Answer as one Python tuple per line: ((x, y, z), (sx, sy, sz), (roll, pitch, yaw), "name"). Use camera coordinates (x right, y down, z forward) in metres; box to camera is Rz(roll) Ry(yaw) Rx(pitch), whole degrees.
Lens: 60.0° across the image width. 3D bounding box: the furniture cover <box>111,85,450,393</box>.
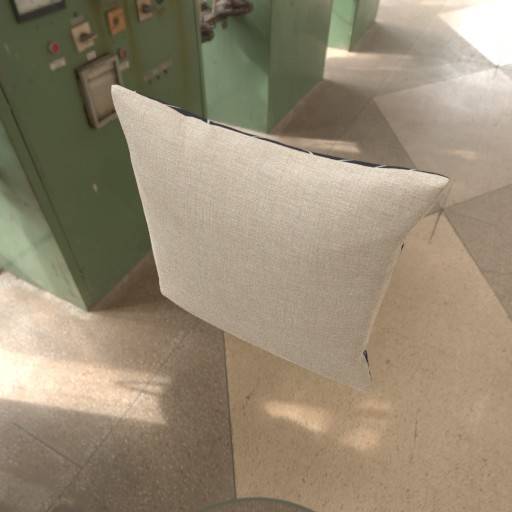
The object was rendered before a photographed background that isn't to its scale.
((0.000, 0.000, 0.779), (0.517, 0.508, 0.158), (22, 50, 20), "furniture cover")
